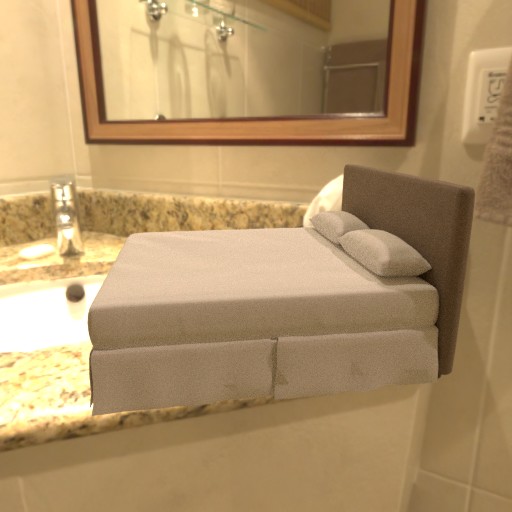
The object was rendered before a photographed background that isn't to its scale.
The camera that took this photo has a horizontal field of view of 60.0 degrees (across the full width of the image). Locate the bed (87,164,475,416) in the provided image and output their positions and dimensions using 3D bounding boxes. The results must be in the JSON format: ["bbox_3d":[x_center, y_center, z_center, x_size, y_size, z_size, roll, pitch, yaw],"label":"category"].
[{"bbox_3d":[0.000,0.000,3.570,2.341,1.317,2.119,-2,16,-8],"label":"bed"}]
